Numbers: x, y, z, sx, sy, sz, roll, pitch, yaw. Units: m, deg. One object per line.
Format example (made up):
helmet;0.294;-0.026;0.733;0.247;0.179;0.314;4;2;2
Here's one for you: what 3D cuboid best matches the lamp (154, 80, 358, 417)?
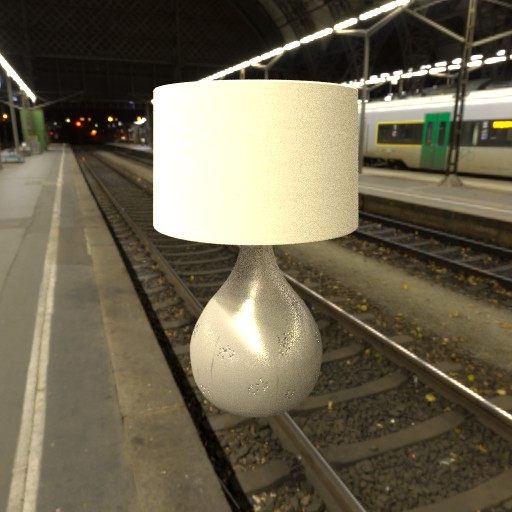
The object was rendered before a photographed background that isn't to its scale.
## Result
lamp;0.000;0.000;0.748;0.330;0.521;0.330;0;15;0
